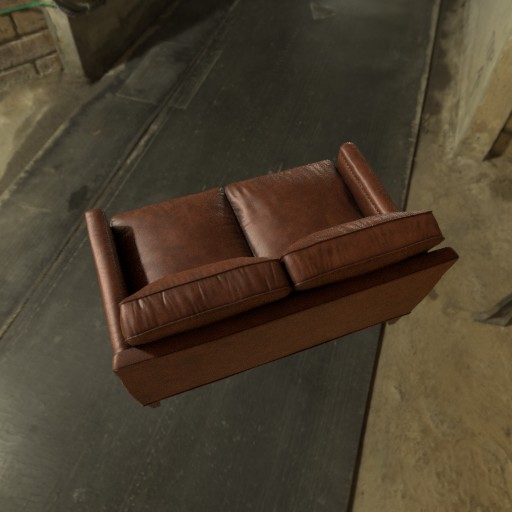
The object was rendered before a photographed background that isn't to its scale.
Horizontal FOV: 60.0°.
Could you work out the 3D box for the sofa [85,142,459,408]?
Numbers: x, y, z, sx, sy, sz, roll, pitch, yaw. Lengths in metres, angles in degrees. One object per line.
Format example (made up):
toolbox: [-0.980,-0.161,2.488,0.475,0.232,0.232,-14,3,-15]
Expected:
sofa: [0.000,0.000,2.339,1.628,1.003,1.083,-17,58,-11]
